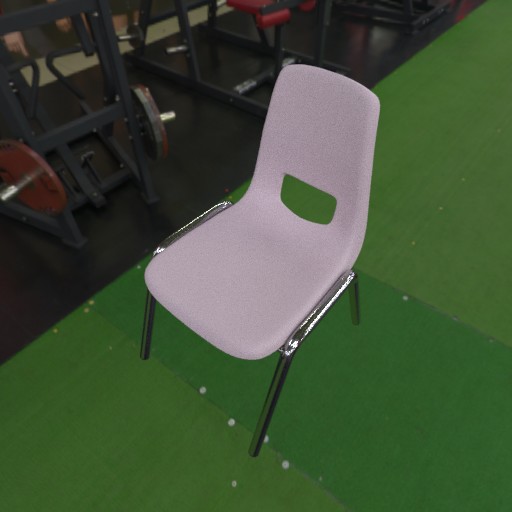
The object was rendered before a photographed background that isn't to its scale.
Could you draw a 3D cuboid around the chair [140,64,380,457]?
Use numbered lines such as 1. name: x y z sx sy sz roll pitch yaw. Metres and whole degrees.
1. chair: 0.000 0.000 0.848 0.354 0.586 0.423 32 54 27
